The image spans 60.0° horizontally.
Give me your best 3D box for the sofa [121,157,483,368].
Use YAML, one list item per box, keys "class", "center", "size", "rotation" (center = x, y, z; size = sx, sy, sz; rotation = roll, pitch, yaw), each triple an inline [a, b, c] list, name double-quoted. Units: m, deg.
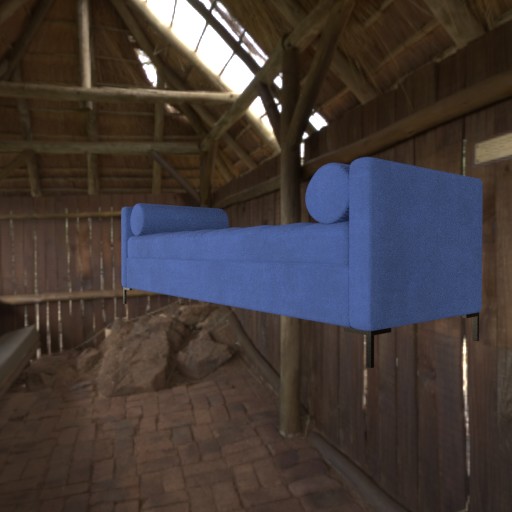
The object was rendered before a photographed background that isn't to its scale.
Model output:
- class: "sofa"
  center: [0.000, 0.000, 2.277]
  size: [0.686, 0.635, 1.981]
  rotation: [-1, 1, -37]
